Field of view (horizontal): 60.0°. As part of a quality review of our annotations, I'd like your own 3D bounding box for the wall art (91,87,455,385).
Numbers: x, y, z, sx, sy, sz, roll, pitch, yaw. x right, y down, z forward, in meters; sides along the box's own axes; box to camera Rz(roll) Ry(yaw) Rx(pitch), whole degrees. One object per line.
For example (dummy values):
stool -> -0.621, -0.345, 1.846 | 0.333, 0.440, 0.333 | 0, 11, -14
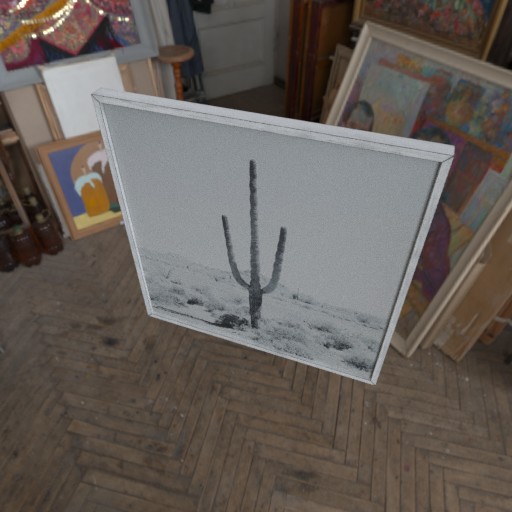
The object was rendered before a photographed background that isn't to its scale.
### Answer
wall art -> 0.000, 0.000, 1.153 | 0.762, 0.762, 0.038 | 14, 45, 15
